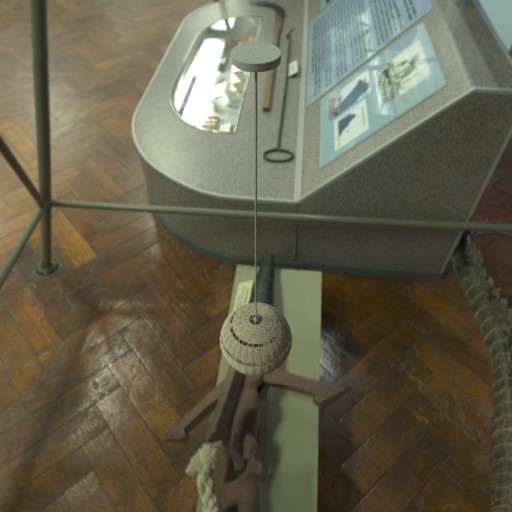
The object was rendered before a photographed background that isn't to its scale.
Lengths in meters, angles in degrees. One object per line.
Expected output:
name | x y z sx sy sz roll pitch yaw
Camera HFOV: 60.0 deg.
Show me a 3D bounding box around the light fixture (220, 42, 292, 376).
light fixture | 0.000 0.000 2.220 0.457 2.019 0.457 4 48 4
